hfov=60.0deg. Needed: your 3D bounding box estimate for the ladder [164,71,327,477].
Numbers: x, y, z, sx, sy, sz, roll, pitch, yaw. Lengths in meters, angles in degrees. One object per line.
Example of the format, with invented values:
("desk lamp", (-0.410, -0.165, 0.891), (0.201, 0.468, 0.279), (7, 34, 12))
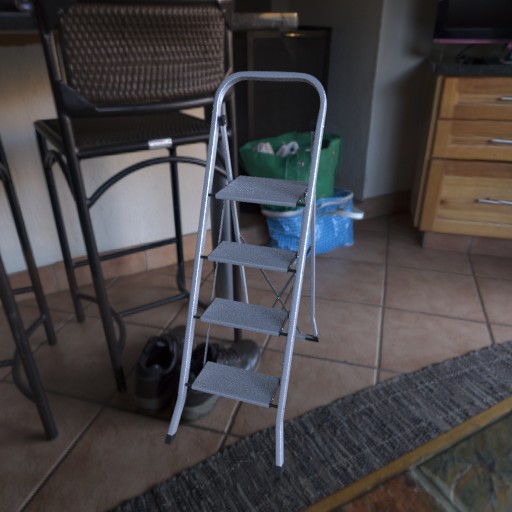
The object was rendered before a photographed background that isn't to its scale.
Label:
("ladder", (0.000, 0.000, 1.703), (0.465, 1.290, 0.830), (8, 27, 17))
